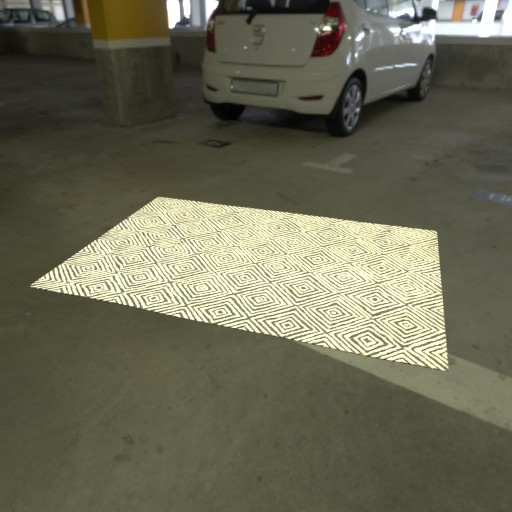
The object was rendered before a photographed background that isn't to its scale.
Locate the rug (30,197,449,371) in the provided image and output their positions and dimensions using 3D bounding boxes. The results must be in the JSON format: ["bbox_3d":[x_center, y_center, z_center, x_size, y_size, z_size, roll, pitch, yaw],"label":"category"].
[{"bbox_3d":[0.000,0.000,2.229,1.750,0.004,1.177,9,30,16],"label":"rug"}]
